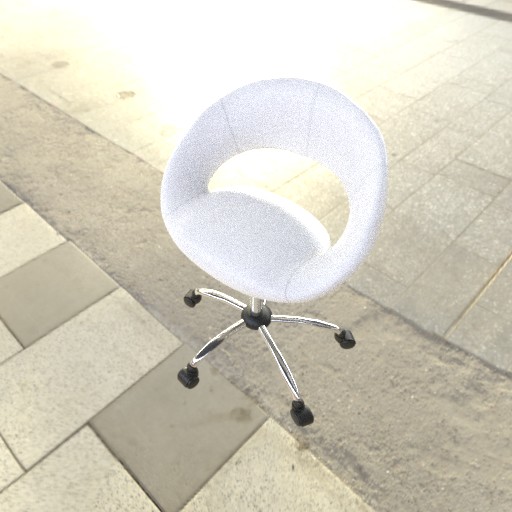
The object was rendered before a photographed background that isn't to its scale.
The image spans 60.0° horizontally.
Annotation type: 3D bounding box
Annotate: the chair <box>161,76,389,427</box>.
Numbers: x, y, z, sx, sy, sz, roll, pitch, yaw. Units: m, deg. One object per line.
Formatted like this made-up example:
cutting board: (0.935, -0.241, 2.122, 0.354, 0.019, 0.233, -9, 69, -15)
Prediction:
chair: (0.000, 0.000, 1.171, 0.612, 0.791, 0.538, 32, 53, 28)
